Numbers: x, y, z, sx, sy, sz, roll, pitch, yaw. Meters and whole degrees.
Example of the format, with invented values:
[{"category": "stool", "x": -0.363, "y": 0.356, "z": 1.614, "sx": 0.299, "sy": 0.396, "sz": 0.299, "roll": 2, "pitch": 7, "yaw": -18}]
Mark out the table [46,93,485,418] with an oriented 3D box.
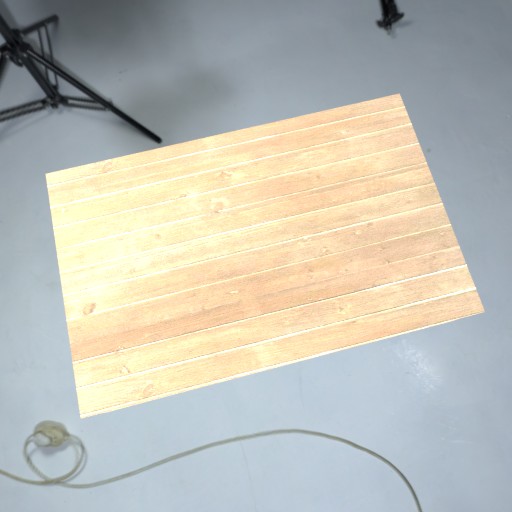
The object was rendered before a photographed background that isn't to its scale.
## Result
[{"category": "table", "x": 0.000, "y": 0.000, "z": 1.678, "sx": 1.299, "sy": 0.413, "sz": 0.827, "roll": -14, "pitch": 75, "yaw": -4}]
